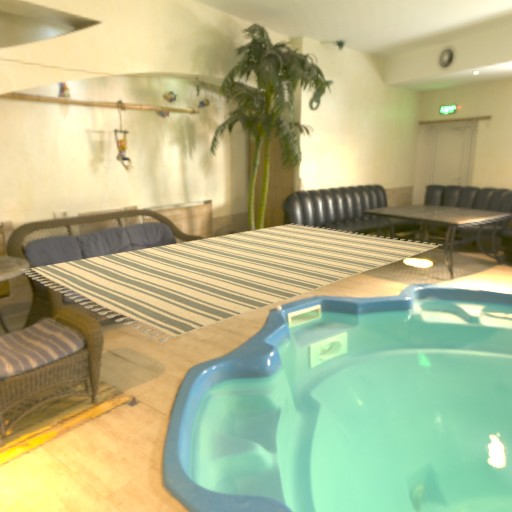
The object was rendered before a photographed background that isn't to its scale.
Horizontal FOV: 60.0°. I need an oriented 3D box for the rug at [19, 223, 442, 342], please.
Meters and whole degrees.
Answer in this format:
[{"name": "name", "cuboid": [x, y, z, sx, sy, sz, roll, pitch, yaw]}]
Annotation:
[{"name": "rug", "cuboid": [0.000, 0.000, 2.456, 1.222, 0.009, 2.084, 13, 18, 43]}]
